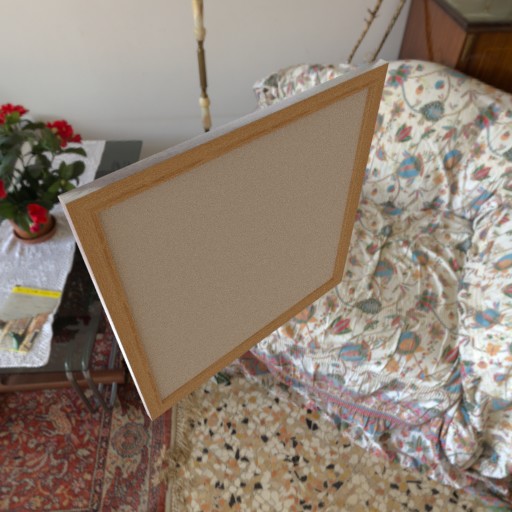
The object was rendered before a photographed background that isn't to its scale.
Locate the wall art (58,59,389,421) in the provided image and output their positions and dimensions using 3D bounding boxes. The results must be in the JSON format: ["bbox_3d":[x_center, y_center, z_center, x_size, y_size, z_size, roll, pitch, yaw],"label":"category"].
[{"bbox_3d":[0.000,0.000,1.106,0.762,0.762,0.027,-32,54,-27],"label":"wall art"}]
